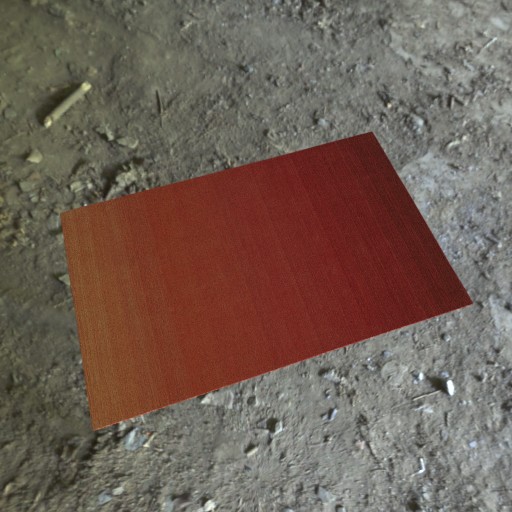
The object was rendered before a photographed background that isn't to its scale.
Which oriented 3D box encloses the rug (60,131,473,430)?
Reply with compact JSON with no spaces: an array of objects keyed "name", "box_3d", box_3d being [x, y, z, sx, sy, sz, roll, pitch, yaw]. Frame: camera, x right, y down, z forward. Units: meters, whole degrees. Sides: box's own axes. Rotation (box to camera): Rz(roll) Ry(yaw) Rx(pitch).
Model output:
[{"name":"rug","box_3d":[0.000,0.000,3.001,2.442,0.010,1.531,-16,64,-8]}]
